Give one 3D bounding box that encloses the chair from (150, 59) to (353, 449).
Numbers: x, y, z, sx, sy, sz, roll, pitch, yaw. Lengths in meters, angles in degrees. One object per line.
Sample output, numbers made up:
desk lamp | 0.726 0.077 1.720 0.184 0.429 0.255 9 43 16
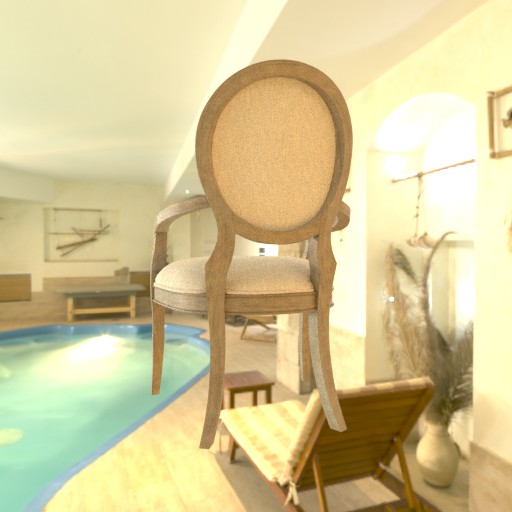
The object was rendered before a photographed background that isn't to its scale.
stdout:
chair | 0.000 0.000 1.384 0.611 0.991 0.602 0 1 -17
